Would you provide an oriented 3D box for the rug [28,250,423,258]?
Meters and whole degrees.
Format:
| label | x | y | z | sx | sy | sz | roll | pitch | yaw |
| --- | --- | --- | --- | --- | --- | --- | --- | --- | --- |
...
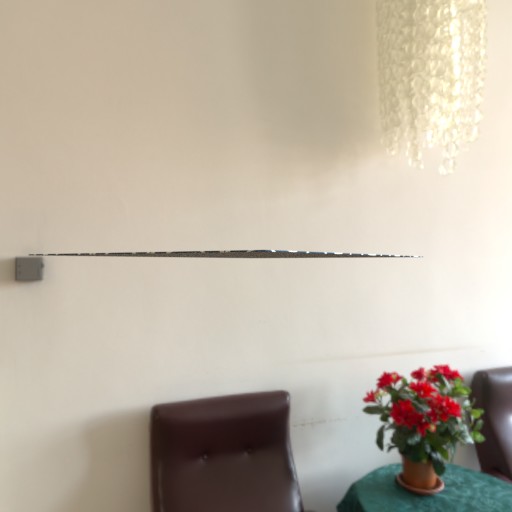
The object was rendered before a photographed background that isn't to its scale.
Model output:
| label | x | y | z | sx | sy | sz | roll | pitch | yaw |
| --- | --- | --- | --- | --- | --- | --- | --- | --- | --- |
| rug | 0.000 | 0.000 | 4.481 | 2.438 | 0.010 | 3.353 | -1 | -1 | 35 |
